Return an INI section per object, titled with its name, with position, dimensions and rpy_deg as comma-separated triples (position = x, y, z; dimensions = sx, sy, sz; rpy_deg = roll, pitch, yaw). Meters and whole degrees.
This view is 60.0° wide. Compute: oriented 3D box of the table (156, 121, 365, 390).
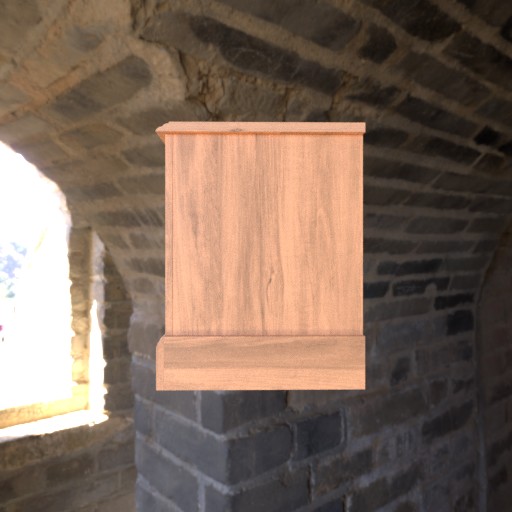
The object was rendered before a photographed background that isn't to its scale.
[table]
position = 0.000, 0.000, 1.444
dimensions = 0.400, 0.510, 1.200
rpy_deg = 0, 0, -1
